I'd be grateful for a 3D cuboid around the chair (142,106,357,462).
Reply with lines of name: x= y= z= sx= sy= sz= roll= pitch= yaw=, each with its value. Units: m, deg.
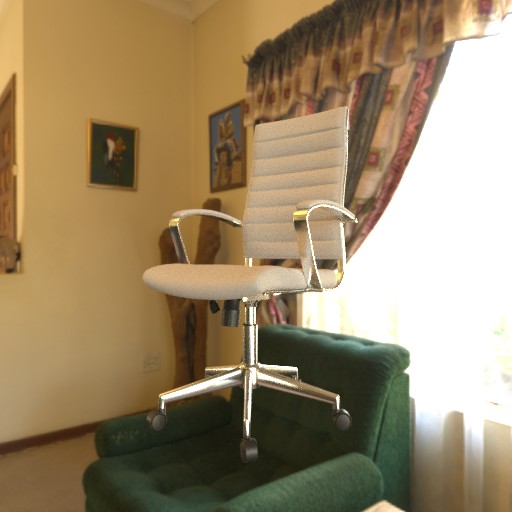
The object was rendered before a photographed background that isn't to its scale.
chair: x=0.000 y=0.000 z=1.596 sx=0.679 sy=1.149 sz=0.667 roll=0 pitch=1 yaw=36
